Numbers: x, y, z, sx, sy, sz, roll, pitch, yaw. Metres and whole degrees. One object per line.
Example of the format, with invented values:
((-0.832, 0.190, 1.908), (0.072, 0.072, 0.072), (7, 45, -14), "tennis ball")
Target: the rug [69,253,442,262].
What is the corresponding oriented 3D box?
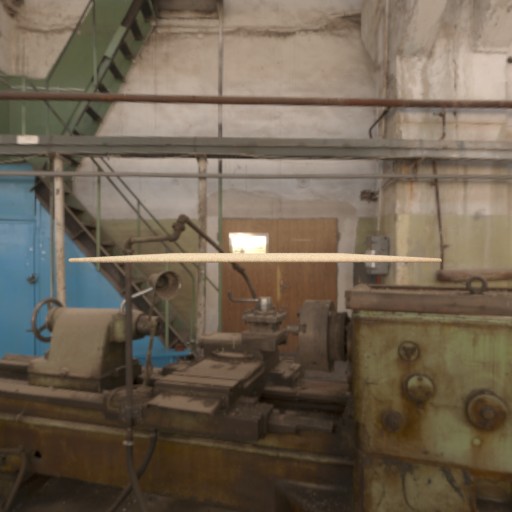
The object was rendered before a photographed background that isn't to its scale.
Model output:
((0.000, 0.000, 2.368), (1.238, 0.014, 1.848), (0, 1, 0), "rug")
